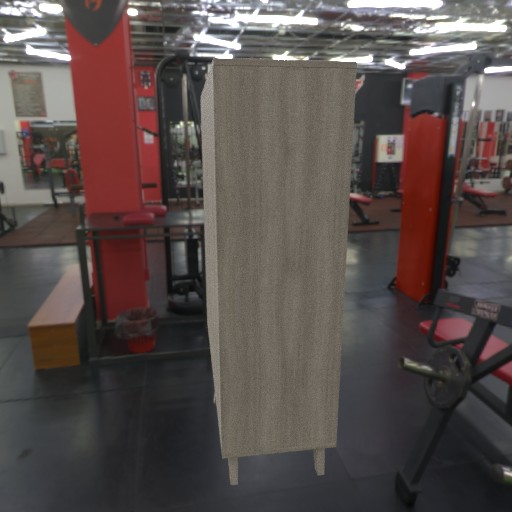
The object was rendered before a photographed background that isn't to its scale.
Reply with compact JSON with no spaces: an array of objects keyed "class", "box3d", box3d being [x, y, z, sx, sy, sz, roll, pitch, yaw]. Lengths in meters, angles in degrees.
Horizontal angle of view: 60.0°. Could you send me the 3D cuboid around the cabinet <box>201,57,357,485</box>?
[{"class":"cabinet","box3d":[0.000,0.000,1.903,0.398,1.388,1.111,-2,15,-8]}]
